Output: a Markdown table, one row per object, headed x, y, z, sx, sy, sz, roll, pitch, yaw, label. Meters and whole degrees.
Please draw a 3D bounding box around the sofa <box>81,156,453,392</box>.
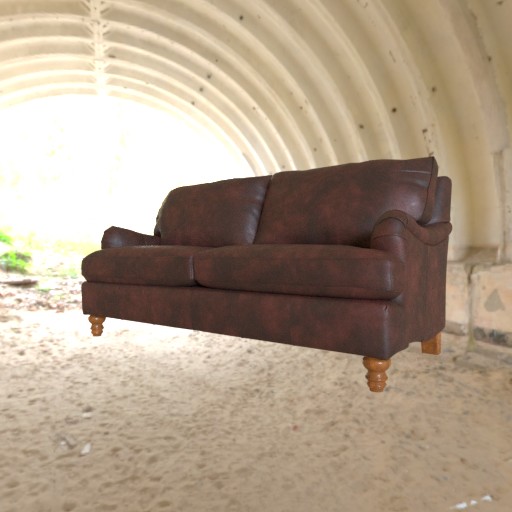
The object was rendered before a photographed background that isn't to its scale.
| x | y | z | sx | sy | sz | roll | pitch | yaw | label |
| --- | --- | --- | --- | --- | --- | --- | --- | --- | --- |
| 0.000 | 0.000 | 2.757 | 2.144 | 1.071 | 1.147 | 0 | 1 | 37 | sofa |
